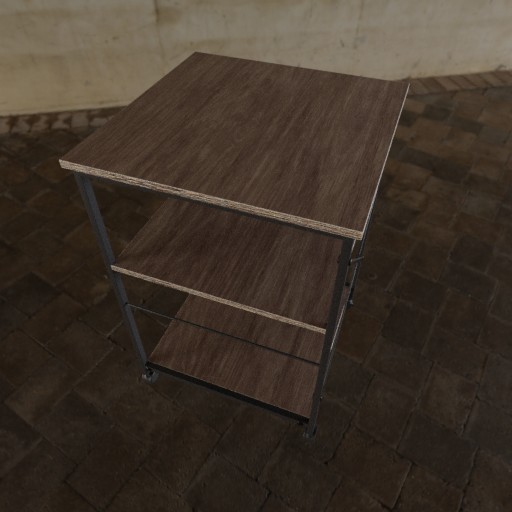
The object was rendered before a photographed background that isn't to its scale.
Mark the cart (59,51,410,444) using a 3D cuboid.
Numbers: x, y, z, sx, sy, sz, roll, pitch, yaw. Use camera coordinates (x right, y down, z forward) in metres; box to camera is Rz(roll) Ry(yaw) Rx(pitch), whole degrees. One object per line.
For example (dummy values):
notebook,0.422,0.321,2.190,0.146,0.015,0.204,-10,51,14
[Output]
cart,0.000,0.000,1.129,0.520,0.762,0.521,15,47,15
